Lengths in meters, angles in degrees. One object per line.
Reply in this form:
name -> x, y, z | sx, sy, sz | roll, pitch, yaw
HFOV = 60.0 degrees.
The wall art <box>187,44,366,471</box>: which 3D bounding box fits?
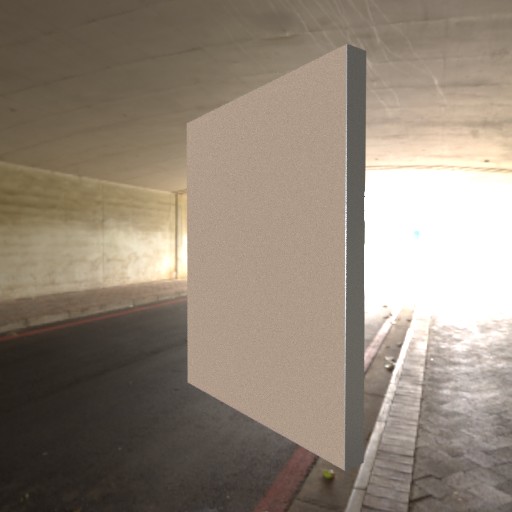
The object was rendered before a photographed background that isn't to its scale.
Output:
wall art -> 0.000, 0.000, 0.765 | 0.038, 0.549, 0.452 | -1, 2, -35
